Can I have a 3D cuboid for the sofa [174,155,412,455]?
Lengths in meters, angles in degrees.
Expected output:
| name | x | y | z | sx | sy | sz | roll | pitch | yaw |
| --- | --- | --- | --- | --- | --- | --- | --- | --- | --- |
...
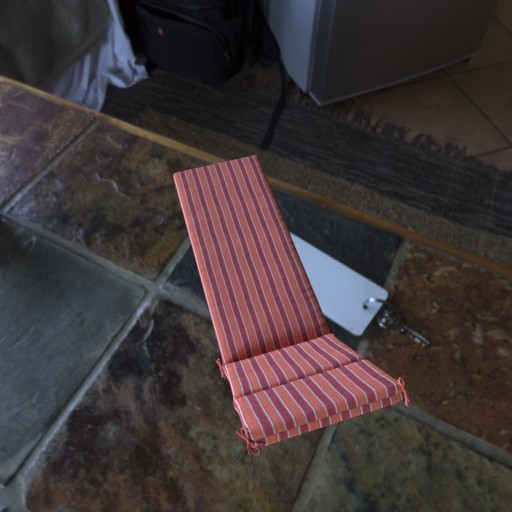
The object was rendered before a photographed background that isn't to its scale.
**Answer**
| name | x | y | z | sx | sy | sz | roll | pitch | yaw |
| --- | --- | --- | --- | --- | --- | --- | --- | --- | --- |
| sofa | 0.000 | 0.000 | 2.006 | 0.582 | 0.622 | 1.663 | -14 | 60 | -9 |
